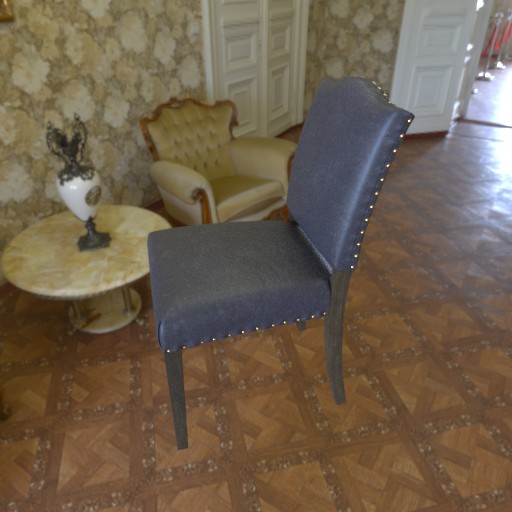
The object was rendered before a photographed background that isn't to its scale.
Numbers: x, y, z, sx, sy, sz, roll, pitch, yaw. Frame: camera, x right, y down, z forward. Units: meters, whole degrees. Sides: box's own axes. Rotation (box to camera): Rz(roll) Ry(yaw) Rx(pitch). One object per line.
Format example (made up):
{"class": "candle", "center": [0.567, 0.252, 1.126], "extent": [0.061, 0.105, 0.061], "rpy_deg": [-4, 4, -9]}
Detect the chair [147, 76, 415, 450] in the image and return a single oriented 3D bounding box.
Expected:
{"class": "chair", "center": [0.000, 0.000, 1.337], "extent": [0.633, 0.991, 0.500], "rpy_deg": [-8, 32, -12]}
